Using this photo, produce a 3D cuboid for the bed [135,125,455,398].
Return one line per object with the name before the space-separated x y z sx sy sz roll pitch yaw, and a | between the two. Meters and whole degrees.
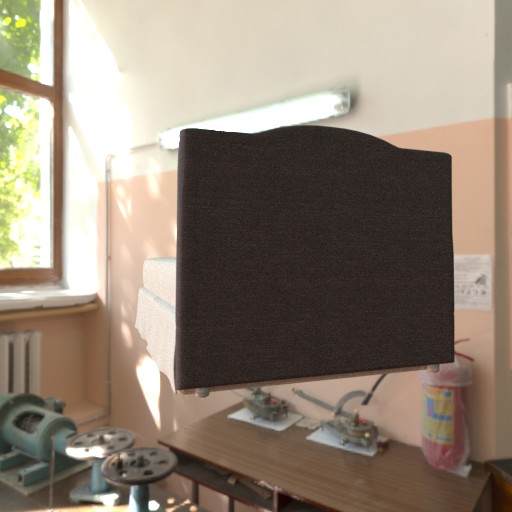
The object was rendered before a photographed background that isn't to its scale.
bed | 0.000 0.000 3.624 1.741 1.441 2.507 0 0 -20
